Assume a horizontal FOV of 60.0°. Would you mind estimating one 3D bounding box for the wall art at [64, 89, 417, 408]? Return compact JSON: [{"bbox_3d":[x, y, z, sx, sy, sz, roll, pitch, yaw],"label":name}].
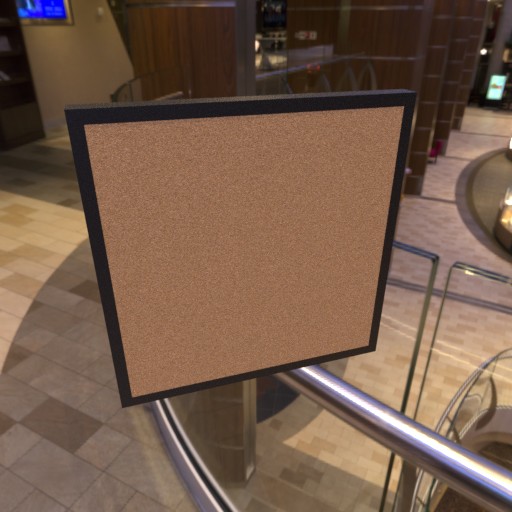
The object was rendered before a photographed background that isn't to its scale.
[{"bbox_3d":[0.000,0.000,0.748,0.508,0.508,0.038,-8,29,-16],"label":"wall art"}]
